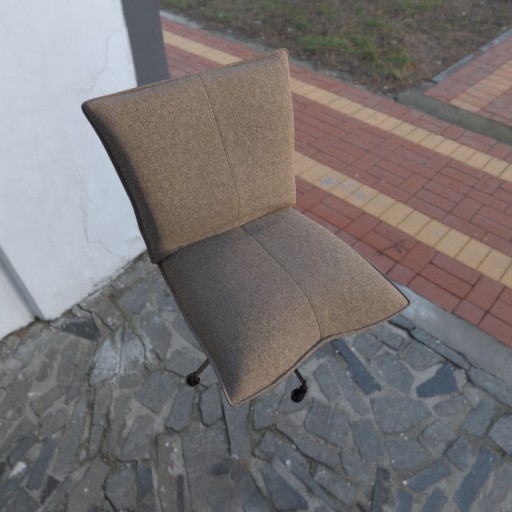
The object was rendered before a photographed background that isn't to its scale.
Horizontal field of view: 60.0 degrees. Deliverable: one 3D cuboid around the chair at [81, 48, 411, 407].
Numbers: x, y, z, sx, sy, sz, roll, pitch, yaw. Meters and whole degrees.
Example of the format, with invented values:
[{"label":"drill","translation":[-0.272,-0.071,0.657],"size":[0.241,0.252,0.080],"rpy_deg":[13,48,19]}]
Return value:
[{"label":"chair","translation":[0.000,0.000,1.261],"size":[0.597,0.811,0.696],"rpy_deg":[-23,51,-20]}]
